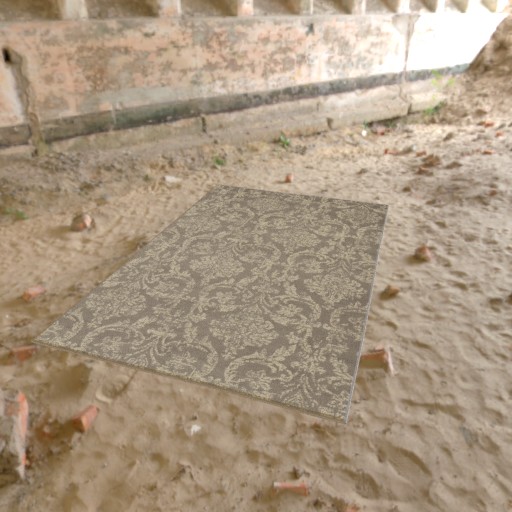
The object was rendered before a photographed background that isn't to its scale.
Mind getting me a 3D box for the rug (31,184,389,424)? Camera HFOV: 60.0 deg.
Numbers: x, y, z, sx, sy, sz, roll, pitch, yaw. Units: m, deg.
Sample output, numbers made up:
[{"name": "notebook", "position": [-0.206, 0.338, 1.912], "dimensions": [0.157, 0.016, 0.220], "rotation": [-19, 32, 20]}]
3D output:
[{"name": "rug", "position": [0.000, 0.000, 3.439], "dimensions": [1.819, 0.018, 2.746], "rotation": [9, 31, 16]}]
